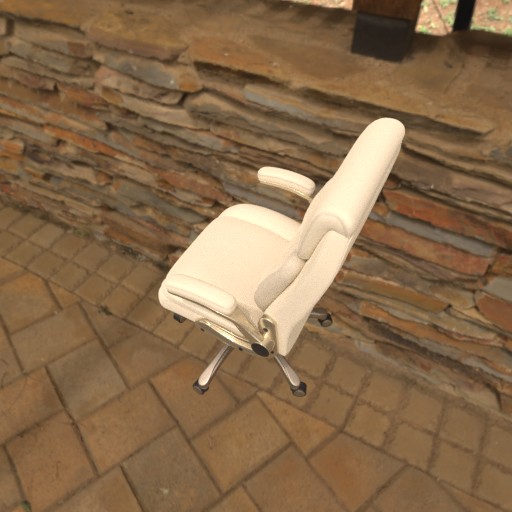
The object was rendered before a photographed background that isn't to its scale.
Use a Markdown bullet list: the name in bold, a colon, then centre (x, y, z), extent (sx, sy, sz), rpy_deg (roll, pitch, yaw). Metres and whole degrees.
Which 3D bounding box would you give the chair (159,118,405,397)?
- **chair**: centre (0.000, 0.000, 1.672), extent (0.794, 1.110, 0.740), rpy_deg (18, 49, 16)
